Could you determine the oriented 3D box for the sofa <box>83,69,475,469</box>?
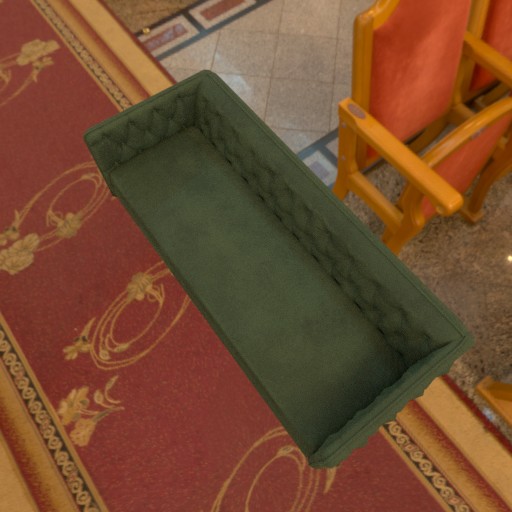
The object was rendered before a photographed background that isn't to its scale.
[{"bbox_3d":[0.000,0.000,2.583,0.895,0.771,2.209,-34,69,-15],"label":"sofa"}]
